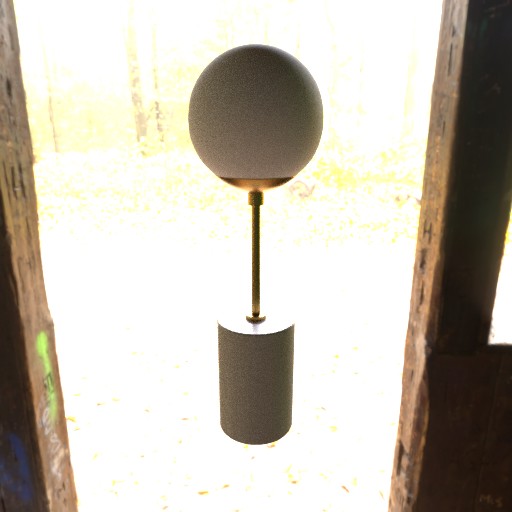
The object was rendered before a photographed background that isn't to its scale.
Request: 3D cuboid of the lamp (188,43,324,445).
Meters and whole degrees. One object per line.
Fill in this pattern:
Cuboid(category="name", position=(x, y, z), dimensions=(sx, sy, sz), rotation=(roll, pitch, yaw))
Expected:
Cuboid(category="lamp", position=(0.000, 0.000, 0.551), dimensions=(0.153, 0.480, 0.153), rotation=(0, 17, 0))
